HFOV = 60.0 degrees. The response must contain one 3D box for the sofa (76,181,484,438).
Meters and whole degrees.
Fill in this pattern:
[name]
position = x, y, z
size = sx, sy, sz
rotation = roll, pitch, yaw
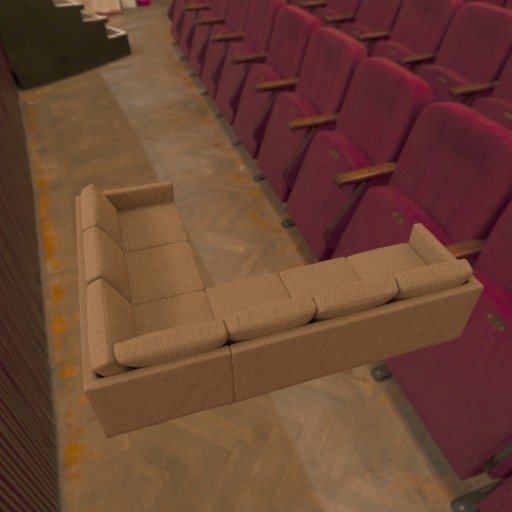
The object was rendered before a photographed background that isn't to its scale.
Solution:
[sofa]
position = 0.000, 0.000, 4.294
size = 3.182, 0.871, 2.432
rotation = -12, 43, -13
